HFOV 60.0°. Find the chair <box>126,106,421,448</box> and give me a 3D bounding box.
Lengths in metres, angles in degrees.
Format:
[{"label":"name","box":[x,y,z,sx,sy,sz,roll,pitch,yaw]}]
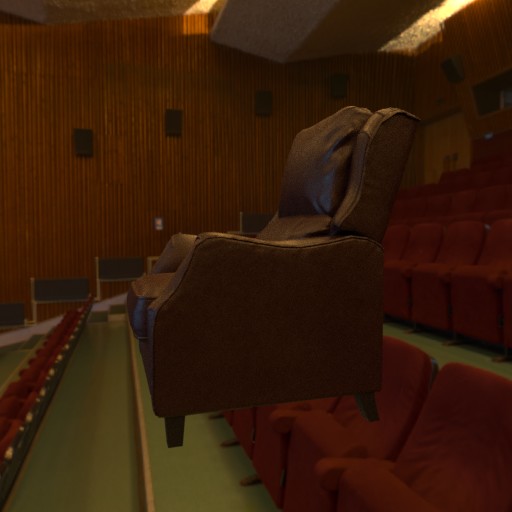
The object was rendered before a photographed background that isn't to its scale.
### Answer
[{"label":"chair","box":[0.000,0.000,1.760,0.982,1.132,0.770,-1,2,-18]}]
